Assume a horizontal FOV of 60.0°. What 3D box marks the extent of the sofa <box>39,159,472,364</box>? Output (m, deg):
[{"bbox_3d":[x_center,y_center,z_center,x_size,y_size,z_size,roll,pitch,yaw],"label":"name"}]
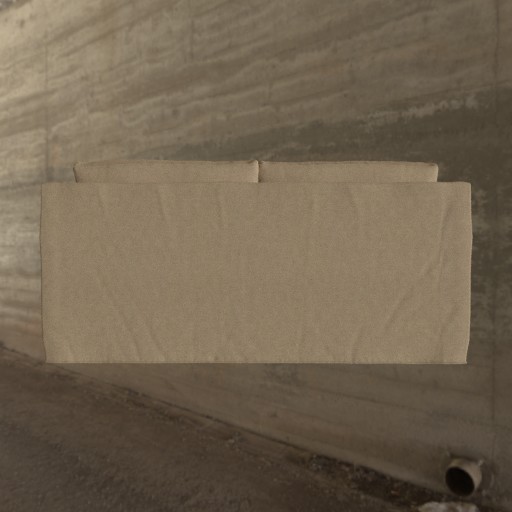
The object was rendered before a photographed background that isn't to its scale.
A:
[{"bbox_3d":[0.000,0.000,2.196,1.719,0.835,0.962,0,1,1],"label":"sofa"}]
